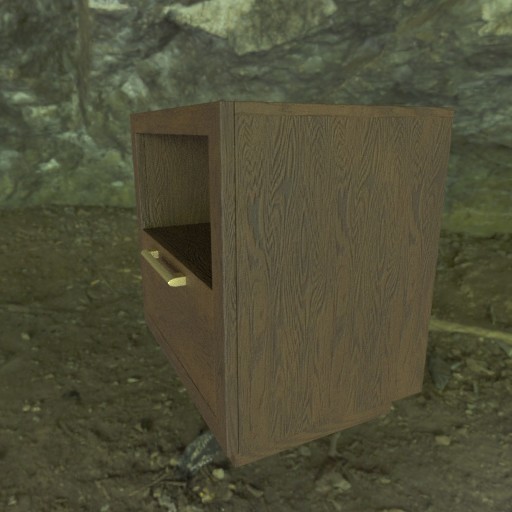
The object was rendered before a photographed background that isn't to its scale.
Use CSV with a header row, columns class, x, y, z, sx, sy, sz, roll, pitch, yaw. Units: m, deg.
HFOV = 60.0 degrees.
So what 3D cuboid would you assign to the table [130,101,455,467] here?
class,x,y,z,sx,sy,sz,roll,pitch,yaw
table,0.000,0.000,0.941,0.439,0.585,0.560,-8,18,-25
